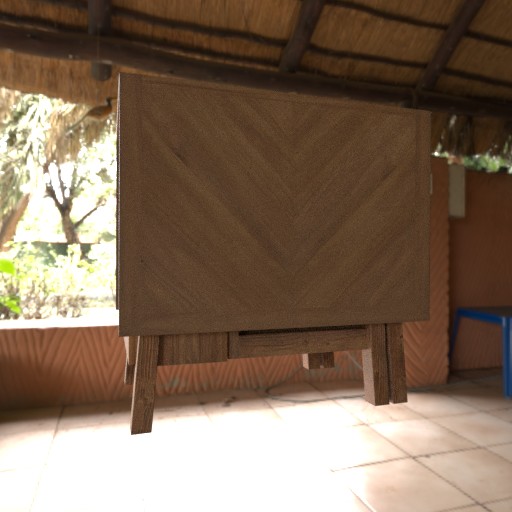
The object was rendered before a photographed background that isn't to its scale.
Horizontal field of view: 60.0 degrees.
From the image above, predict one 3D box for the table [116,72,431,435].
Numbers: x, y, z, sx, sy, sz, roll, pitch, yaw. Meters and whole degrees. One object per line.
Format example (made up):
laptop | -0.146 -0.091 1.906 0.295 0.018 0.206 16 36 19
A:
table | 0.000 0.000 1.617 0.967 0.981 0.701 0 -1 -18
